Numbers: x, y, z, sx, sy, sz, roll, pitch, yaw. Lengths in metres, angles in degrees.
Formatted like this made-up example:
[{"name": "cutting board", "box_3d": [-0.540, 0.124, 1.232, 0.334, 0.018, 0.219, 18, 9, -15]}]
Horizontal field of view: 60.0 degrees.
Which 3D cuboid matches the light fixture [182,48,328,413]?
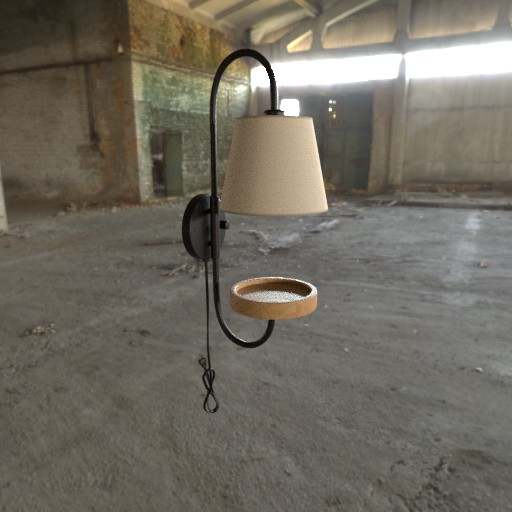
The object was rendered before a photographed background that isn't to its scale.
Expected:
[{"name": "light fixture", "box_3d": [0.000, 0.000, 0.942, 0.299, 0.821, 0.220, 7, 15, 27]}]
